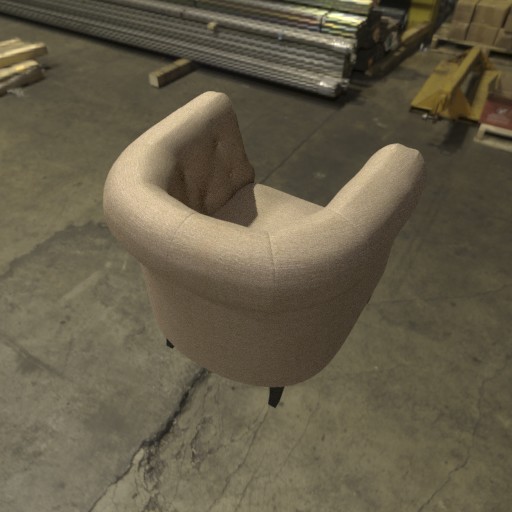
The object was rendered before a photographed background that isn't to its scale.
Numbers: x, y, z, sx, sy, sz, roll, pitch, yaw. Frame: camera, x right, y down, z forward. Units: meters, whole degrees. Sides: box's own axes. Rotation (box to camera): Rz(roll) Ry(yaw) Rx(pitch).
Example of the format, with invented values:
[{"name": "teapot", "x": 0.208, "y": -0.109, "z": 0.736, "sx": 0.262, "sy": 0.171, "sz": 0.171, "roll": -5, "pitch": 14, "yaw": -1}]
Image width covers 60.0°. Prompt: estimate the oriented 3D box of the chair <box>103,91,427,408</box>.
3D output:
[{"name": "chair", "x": 0.000, "y": 0.000, "z": 1.593, "sx": 0.905, "sy": 0.827, "sz": 0.852, "roll": 24, "pitch": 50, "yaw": 22}]
